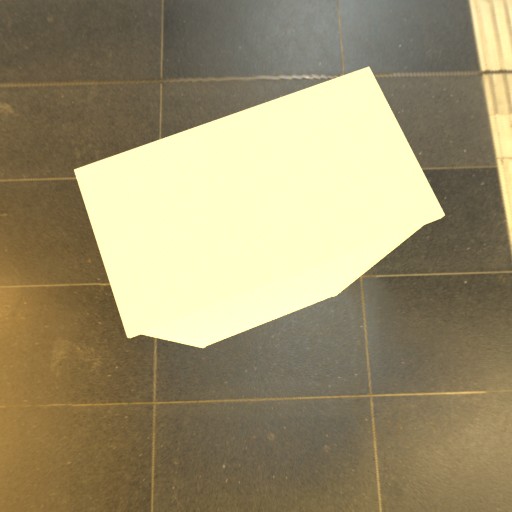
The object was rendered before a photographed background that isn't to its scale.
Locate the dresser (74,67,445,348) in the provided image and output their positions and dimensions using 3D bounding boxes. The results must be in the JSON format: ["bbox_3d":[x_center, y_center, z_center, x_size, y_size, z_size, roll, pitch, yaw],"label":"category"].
[{"bbox_3d":[0.000,0.000,1.562,0.704,1.255,0.399,-21,78,-5],"label":"dresser"}]
